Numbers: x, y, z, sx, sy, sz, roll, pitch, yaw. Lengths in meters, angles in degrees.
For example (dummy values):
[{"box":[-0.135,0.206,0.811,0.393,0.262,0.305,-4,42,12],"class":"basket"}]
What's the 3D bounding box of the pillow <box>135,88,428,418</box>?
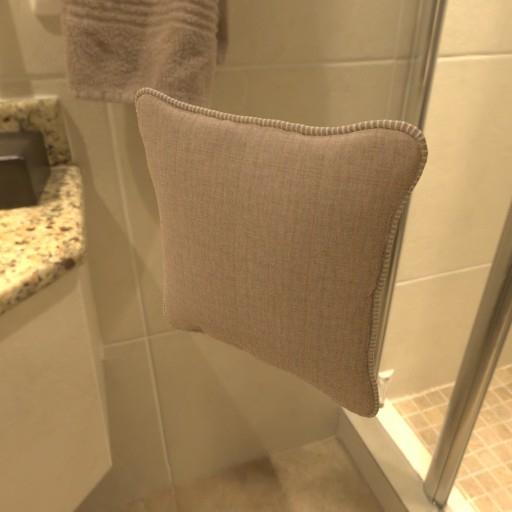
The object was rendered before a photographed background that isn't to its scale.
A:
[{"box":[0.000,0.000,0.739,0.485,0.494,0.124,18,34,29],"class":"pillow"}]
